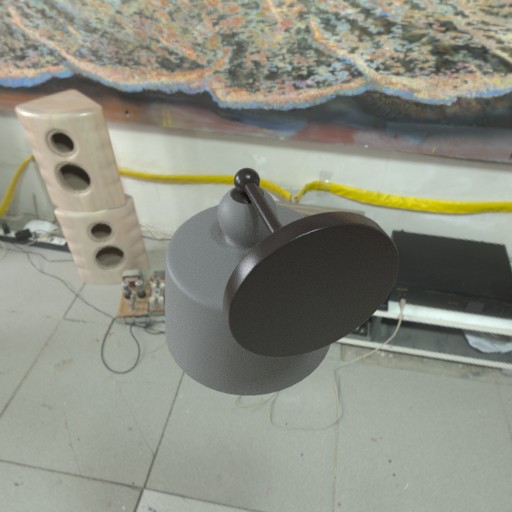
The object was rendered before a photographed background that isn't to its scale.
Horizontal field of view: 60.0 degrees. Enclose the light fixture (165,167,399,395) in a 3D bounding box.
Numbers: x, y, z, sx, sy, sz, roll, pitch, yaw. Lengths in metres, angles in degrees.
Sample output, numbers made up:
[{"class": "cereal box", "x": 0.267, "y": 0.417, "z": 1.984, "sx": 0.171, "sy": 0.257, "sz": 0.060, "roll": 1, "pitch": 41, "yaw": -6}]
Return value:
[{"class": "light fixture", "x": 0.000, "y": 0.000, "z": 0.437, "sx": 0.204, "sy": 0.268, "sz": 0.254, "roll": -13, "pitch": 44, "yaw": -14}]
